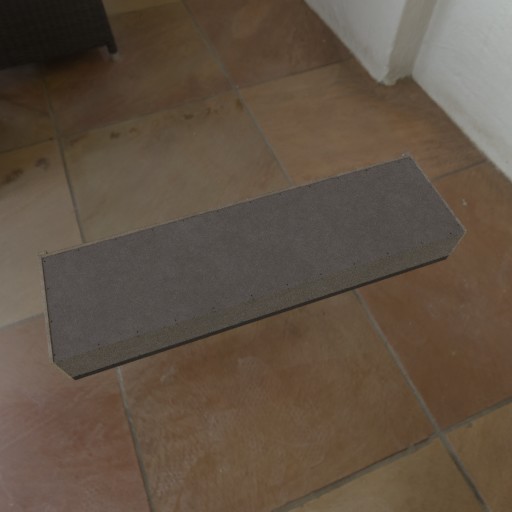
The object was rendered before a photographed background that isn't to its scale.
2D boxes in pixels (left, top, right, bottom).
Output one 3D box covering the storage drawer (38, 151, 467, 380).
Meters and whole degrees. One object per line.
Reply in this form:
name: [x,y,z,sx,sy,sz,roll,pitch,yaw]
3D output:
storage drawer: [0.000,0.000,2.334,2.072,0.274,0.591,-17,60,-10]
